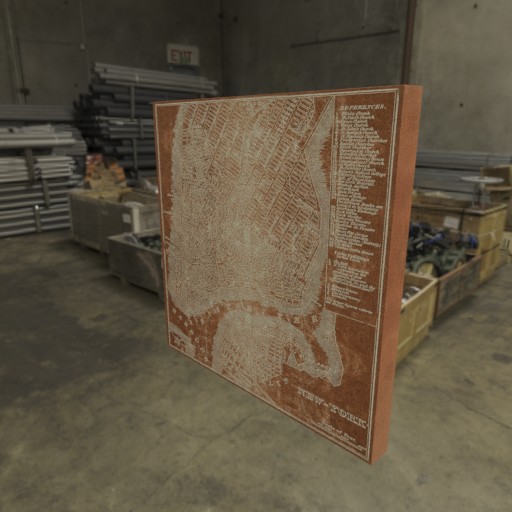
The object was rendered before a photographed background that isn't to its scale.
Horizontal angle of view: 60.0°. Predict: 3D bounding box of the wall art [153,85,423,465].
[{"bbox_3d":[0.000,0.000,0.592,0.035,0.403,0.403,-16,22,-43],"label":"wall art"}]
